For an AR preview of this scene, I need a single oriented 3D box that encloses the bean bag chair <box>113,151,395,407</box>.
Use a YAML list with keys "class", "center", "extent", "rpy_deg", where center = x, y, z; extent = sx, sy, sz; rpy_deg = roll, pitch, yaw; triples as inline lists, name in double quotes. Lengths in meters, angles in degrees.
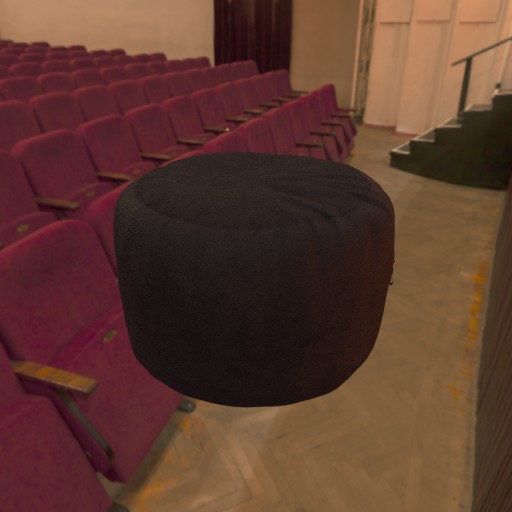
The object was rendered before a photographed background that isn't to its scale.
- class: "bean bag chair"
  center: [0.000, 0.000, 2.022]
  extent: [1.219, 0.762, 1.219]
  rpy_deg: [0, 27, 0]
